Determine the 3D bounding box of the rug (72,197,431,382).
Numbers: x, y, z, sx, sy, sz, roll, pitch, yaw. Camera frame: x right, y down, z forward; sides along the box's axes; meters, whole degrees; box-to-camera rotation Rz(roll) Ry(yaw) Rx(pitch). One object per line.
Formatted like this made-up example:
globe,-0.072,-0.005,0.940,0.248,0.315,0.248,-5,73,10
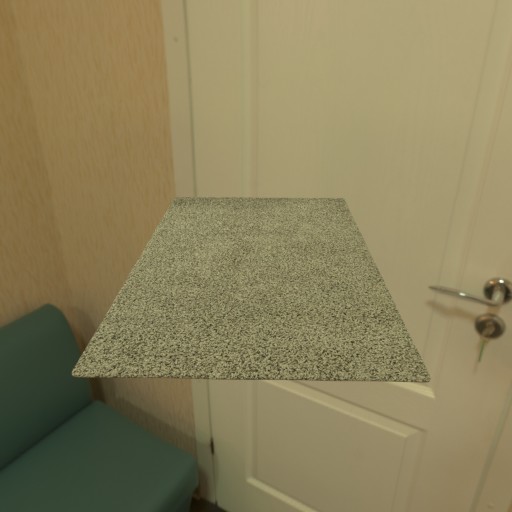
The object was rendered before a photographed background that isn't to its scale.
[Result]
rug,0.000,0.000,3.409,1.778,0.030,2.743,1,26,1
